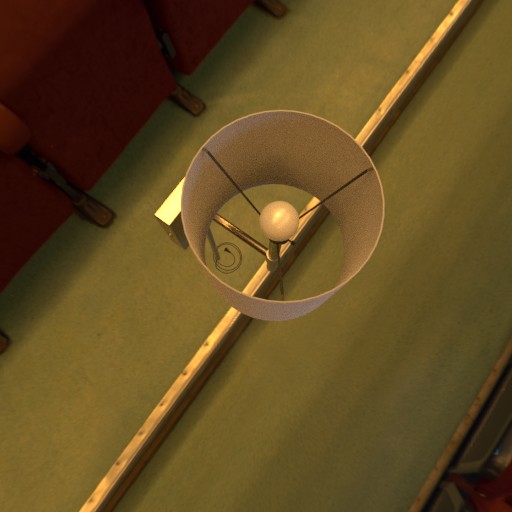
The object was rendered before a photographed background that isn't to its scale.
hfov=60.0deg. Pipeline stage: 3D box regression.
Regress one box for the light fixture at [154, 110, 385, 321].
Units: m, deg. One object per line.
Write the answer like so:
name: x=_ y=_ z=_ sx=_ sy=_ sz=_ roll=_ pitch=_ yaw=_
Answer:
light fixture: x=0.000 y=0.000 z=0.699 sx=0.248 sy=0.589 sz=0.188 roll=35 pitch=79 yaw=8
